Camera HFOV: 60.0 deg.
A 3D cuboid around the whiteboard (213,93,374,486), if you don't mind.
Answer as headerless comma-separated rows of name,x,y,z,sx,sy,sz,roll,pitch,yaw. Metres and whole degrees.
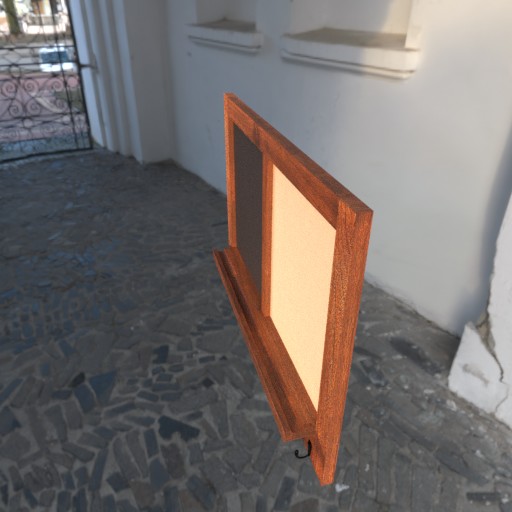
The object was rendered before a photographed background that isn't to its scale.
whiteboard,0.000,0.000,0.988,0.083,0.553,0.768,-8,32,-13
